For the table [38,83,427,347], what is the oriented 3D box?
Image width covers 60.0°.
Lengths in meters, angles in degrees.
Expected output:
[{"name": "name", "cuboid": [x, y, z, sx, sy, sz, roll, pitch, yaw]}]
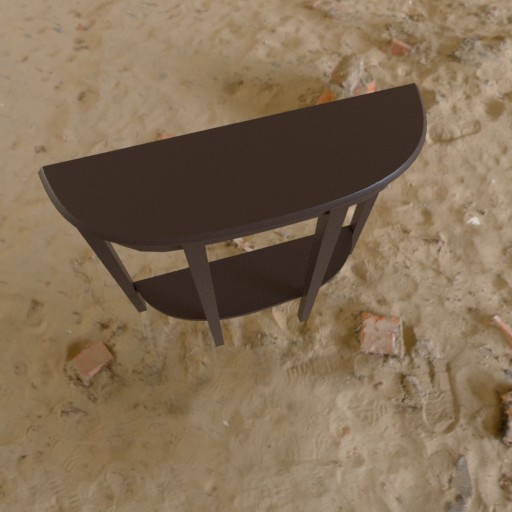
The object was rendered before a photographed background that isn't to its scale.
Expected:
[{"name": "table", "cuboid": [0.000, 0.000, 1.320, 0.909, 0.831, 0.274, -15, 64, -7]}]
